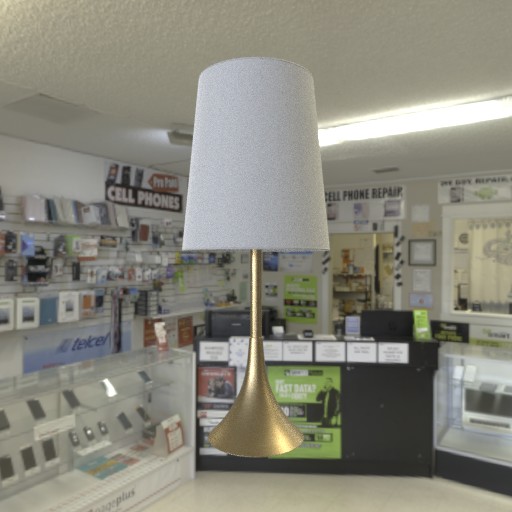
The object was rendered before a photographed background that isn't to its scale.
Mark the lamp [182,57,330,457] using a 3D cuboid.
[{"bbox_3d":[0.000,0.000,0.702,0.231,0.569,0.231,0,0,0],"label":"lamp"}]
